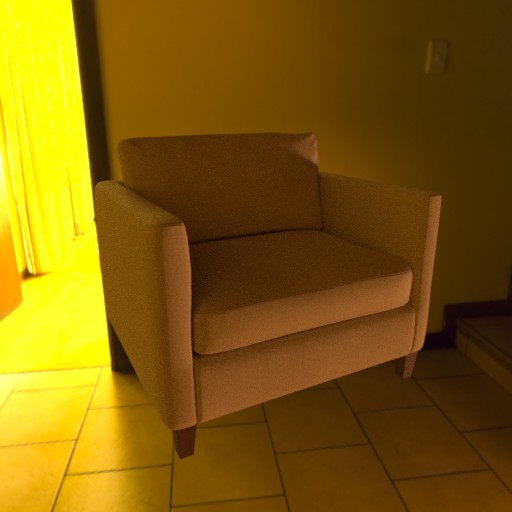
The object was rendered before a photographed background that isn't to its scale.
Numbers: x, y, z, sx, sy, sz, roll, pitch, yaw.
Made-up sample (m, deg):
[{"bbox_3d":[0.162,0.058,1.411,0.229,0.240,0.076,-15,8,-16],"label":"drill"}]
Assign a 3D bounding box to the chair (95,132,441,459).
[{"bbox_3d":[0.000,0.000,1.824,1.107,0.961,0.959,-9,20,-27],"label":"chair"}]
